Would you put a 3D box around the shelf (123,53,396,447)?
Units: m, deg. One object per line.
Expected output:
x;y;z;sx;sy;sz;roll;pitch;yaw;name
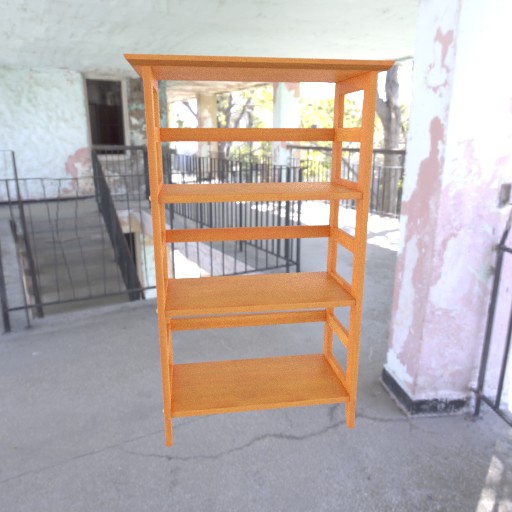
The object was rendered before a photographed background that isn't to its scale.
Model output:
0.000;0.000;1.345;0.660;1.067;0.305;-2;15;-8;shelf
